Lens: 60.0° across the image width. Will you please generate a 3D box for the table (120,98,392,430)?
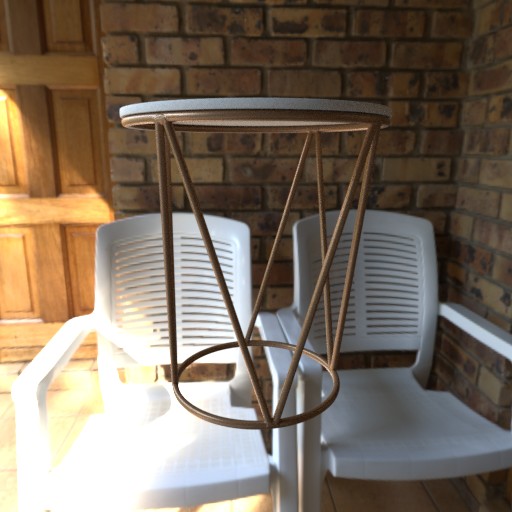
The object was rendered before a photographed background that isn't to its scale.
[{"bbox_3d":[0.000,0.000,0.913,0.500,0.564,0.500,0,14,0],"label":"table"}]
